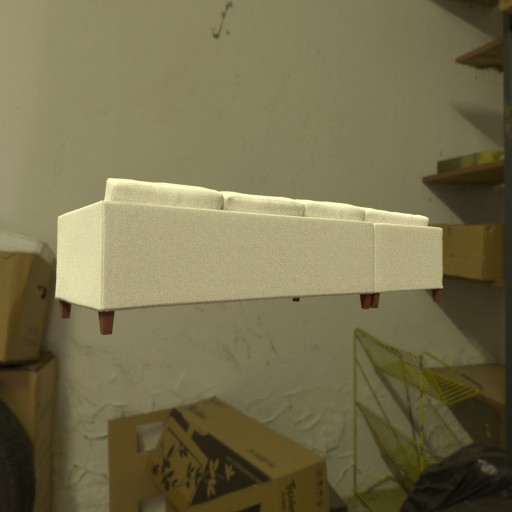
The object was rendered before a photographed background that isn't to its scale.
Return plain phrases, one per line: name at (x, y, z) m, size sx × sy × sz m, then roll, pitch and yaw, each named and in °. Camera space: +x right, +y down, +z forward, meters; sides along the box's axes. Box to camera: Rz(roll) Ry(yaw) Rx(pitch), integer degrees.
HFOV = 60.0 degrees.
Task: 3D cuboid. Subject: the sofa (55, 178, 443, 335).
sofa at (0.000, 0.000, 3.820) m, size 3.186 × 0.846 × 1.625 m, roll 1°, pitch -1°, yaw -37°
